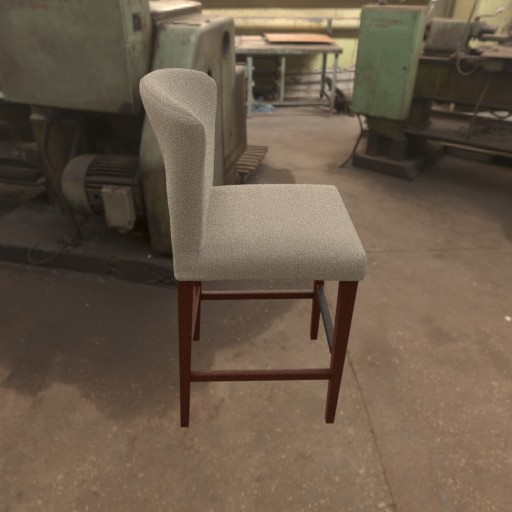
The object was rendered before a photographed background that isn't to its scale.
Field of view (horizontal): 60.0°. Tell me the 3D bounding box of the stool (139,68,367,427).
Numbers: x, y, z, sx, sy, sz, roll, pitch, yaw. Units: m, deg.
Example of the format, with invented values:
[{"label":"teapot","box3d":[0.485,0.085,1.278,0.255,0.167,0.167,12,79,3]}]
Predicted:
[{"label":"stool","box3d":[0.000,0.000,1.383,0.568,1.069,0.481,-1,32,-1]}]
